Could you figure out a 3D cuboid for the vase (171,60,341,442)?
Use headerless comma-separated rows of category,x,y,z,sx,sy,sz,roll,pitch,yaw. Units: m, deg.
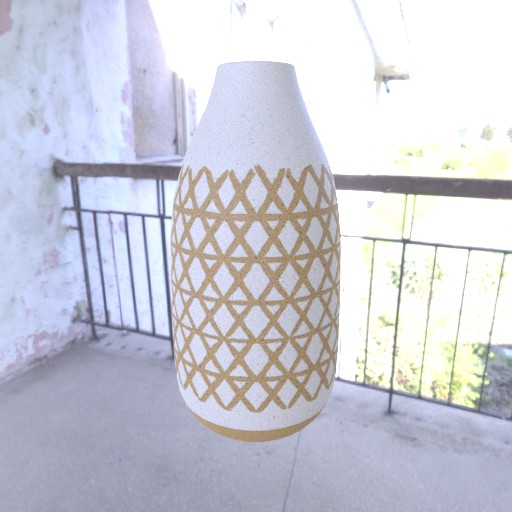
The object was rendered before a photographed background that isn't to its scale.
vase,0.000,0.000,0.478,0.186,0.380,0.186,0,16,0
